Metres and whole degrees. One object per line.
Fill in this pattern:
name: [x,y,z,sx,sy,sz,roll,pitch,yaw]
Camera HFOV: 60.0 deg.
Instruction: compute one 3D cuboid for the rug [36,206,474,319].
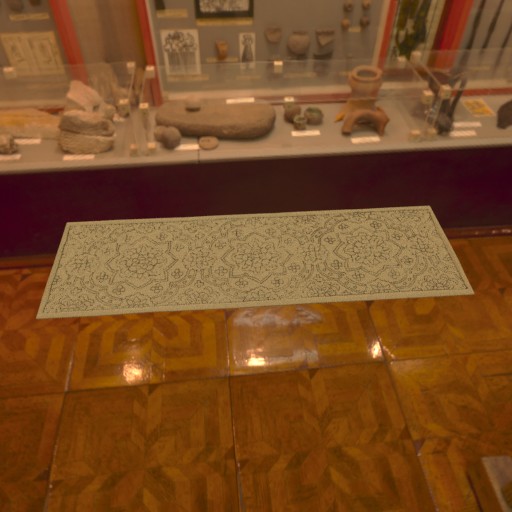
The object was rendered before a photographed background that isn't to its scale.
rug: [0.000,0.000,2.718,2.448,0.012,0.769,-3,47,-3]
